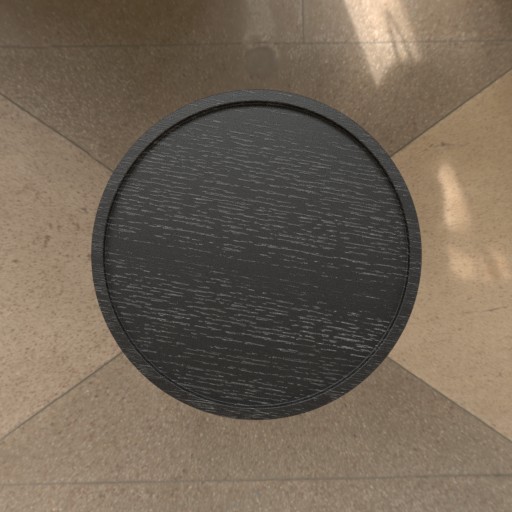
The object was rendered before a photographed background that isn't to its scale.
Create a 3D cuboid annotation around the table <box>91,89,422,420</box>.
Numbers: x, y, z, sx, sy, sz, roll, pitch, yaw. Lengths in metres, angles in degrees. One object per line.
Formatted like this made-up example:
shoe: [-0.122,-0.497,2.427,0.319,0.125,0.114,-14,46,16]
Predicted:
table: [0.000,0.000,0.763,0.399,0.460,0.399,0,89,0]
